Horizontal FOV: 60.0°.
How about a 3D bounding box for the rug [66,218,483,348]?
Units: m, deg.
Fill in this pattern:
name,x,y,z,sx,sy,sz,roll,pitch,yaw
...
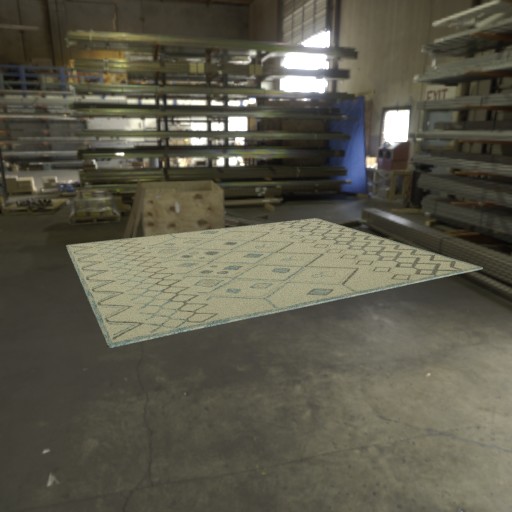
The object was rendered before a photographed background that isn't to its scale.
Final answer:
name,x,y,z,sx,sy,sz,roll,pitch,yaw
rug,0.000,0.000,4.099,3.056,0.013,2.441,-8,18,-26
